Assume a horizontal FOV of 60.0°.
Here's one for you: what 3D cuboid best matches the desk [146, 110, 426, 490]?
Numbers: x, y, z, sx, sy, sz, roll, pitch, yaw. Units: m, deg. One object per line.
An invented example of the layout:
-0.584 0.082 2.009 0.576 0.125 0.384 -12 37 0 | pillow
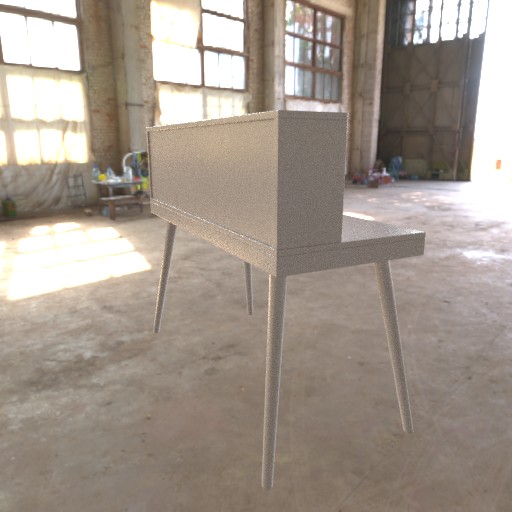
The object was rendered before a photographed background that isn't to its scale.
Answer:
0.000 0.000 1.725 0.559 0.990 1.199 -7 16 -26 | desk
